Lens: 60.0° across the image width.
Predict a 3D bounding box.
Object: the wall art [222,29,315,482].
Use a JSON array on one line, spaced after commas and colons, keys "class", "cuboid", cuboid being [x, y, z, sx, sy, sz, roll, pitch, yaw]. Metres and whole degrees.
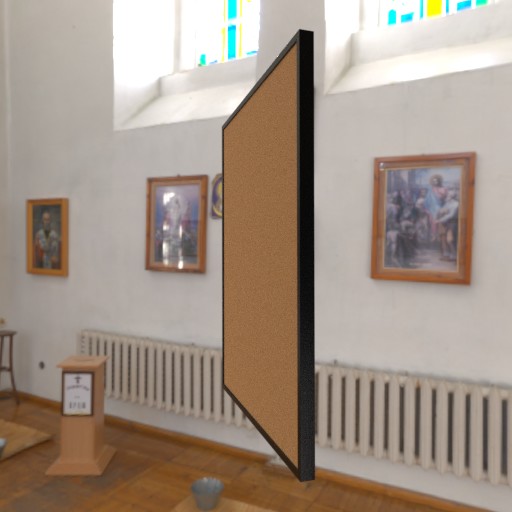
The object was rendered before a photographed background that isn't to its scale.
[{"class": "wall art", "cuboid": [0.000, 0.000, 1.428, 0.040, 1.062, 0.805, 0, 0, -17]}]
